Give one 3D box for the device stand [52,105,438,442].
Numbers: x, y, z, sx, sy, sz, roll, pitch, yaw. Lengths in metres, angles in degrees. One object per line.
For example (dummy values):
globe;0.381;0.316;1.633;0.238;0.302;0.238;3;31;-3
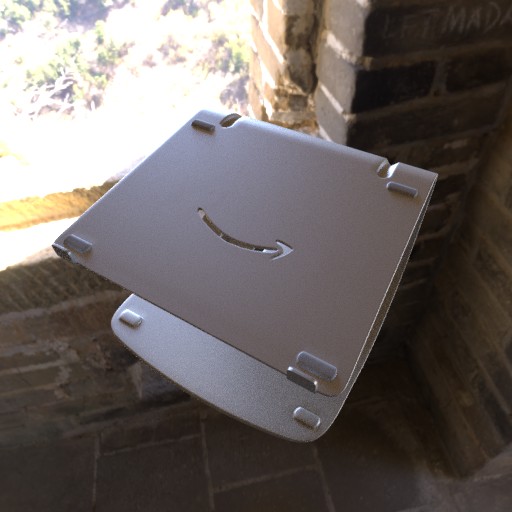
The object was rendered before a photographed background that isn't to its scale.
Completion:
device stand;0.000;0.000;0.409;0.256;0.155;0.236;23;50;22
